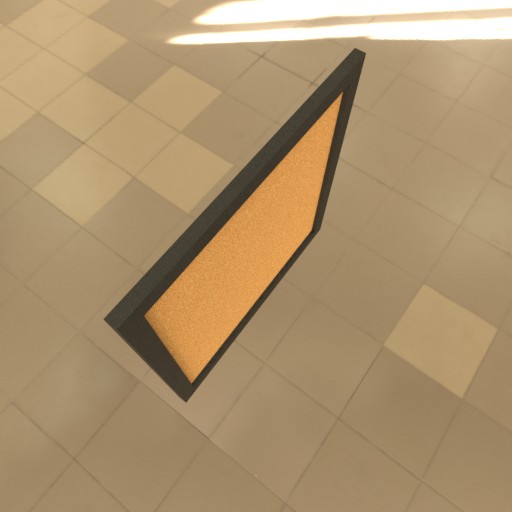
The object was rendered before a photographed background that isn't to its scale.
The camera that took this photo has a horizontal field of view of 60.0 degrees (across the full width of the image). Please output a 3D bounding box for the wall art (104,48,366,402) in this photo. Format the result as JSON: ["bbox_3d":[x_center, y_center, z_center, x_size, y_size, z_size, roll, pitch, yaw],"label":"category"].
[{"bbox_3d":[0.000,0.000,1.549,0.038,1.016,1.016,33,68,15],"label":"wall art"}]
